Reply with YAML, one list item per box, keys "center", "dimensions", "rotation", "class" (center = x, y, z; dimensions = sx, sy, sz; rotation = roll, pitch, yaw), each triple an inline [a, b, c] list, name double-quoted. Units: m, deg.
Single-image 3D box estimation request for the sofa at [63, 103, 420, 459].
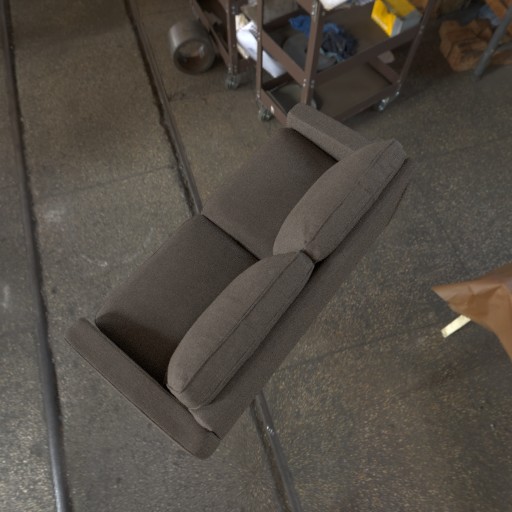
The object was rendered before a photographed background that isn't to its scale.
- center: [0.000, 0.000, 2.595]
  dimensions: [0.940, 0.919, 2.080]
  rotation: [35, 69, 16]
  class: "sofa"
